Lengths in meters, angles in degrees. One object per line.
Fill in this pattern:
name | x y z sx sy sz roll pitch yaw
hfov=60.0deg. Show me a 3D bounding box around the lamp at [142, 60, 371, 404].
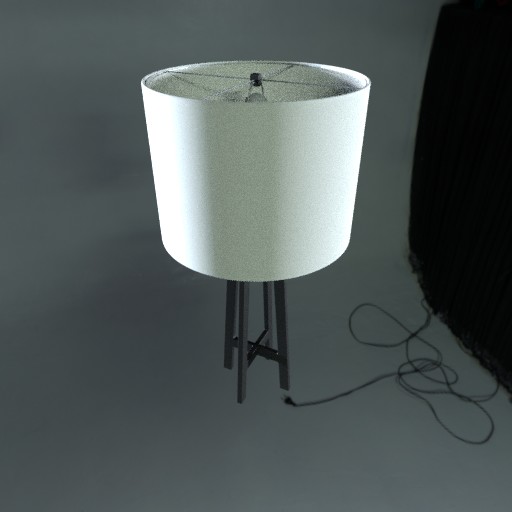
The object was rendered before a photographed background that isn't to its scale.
lamp | 0.000 0.000 0.635 0.257 0.489 0.257 -10 33 -16
